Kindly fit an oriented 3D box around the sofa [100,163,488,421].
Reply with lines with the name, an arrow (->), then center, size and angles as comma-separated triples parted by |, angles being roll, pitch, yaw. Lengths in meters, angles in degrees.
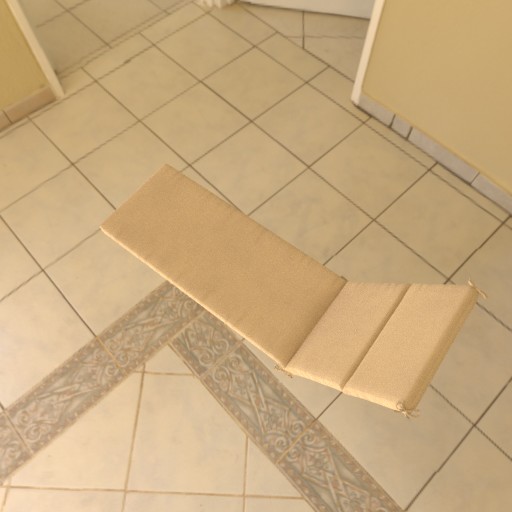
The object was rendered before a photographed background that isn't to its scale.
sofa -> 0.000, 0.000, 1.940 | 1.663, 0.622, 0.582 | 34, 68, 16
